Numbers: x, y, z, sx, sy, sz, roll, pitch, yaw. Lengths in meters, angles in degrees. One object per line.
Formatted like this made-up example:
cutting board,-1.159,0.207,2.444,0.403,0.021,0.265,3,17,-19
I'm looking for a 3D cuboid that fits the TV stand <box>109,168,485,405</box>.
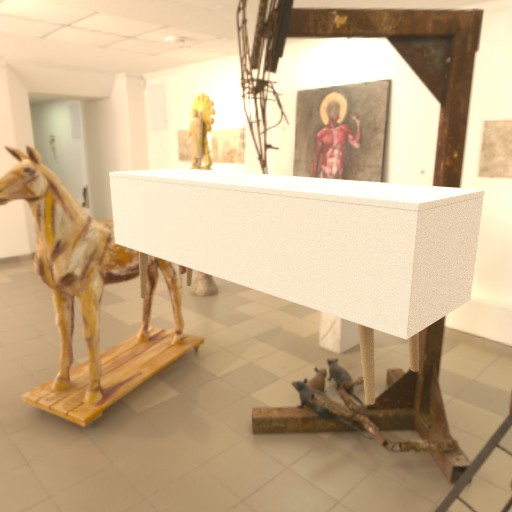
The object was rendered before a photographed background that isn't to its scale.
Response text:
TV stand,0.000,0.000,1.627,0.401,0.560,1.398,-14,20,-43
